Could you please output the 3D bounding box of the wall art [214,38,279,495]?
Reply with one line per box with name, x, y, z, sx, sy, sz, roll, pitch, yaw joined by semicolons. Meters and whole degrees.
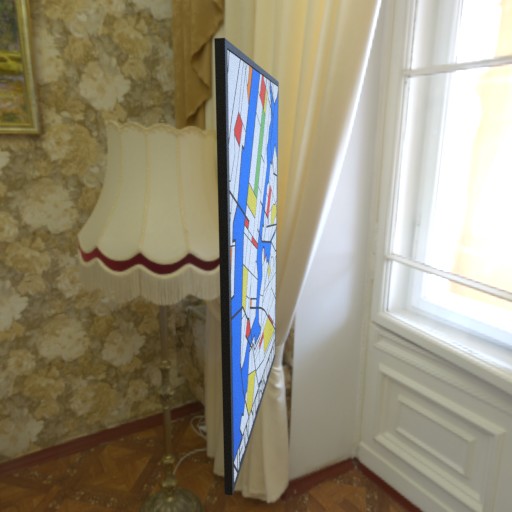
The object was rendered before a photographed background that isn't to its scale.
wall art;0.000;0.000;0.832;0.013;0.660;0.460;3;16;10
